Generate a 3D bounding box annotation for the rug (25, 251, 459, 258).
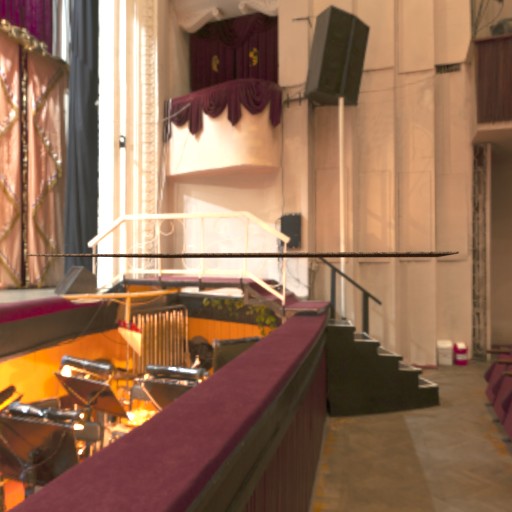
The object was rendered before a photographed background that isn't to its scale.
[{"bbox_3d":[0.000,0.000,2.315,1.824,0.008,1.220,0,-1,19],"label":"rug"}]
